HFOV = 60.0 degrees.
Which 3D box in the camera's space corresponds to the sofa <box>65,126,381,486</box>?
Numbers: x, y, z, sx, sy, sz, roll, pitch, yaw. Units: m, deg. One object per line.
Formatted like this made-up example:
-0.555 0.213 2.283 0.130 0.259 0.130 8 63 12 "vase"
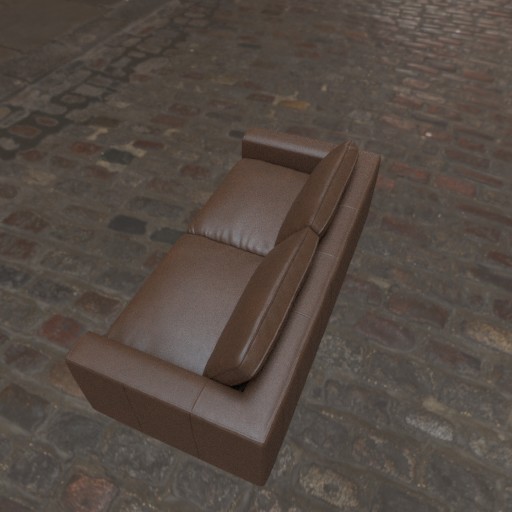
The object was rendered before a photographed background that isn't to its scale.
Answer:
0.000 0.000 2.775 1.070 0.801 2.262 17 49 15 "sofa"
